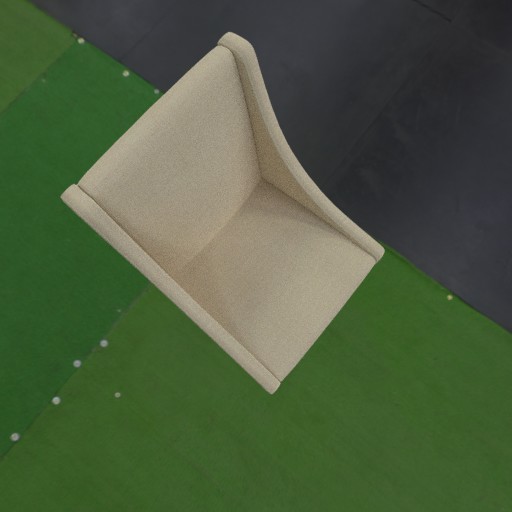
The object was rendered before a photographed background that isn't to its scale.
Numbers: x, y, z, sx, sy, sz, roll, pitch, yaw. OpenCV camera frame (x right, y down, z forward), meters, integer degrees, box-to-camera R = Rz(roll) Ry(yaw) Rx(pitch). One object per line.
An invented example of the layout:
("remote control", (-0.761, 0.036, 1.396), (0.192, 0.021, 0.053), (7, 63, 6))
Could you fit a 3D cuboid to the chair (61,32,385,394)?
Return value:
("chair", (0.000, 0.000, 1.374), (0.611, 1.021, 0.575), (39, 79, 9))
